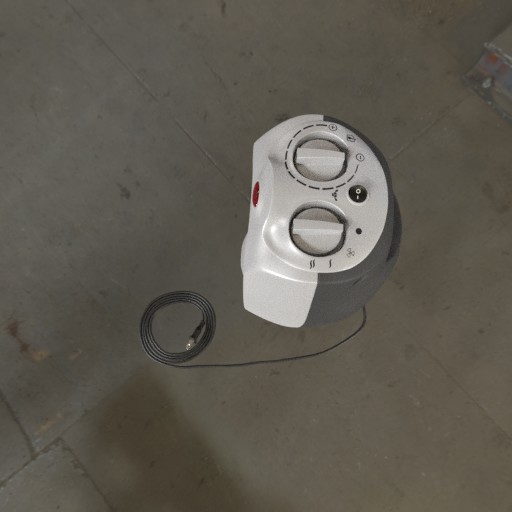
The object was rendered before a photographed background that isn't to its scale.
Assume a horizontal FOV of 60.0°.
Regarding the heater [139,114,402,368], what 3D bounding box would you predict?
[{"bbox_3d":[0.000,0.000,0.467,0.291,0.255,0.239,4,75,1],"label":"heater"}]
